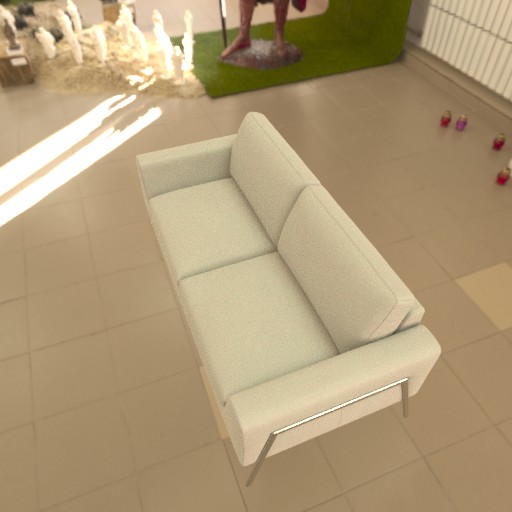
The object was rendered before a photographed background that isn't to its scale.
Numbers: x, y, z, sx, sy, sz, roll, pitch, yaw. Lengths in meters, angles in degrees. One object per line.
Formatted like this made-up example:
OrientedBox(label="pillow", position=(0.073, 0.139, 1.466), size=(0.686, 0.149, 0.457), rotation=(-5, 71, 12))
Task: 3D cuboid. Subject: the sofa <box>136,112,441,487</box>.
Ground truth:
OrientedBox(label="sofa", position=(0.000, 0.000, 2.560), size=(0.953, 0.875, 2.017), rotation=(-16, 48, -15))
